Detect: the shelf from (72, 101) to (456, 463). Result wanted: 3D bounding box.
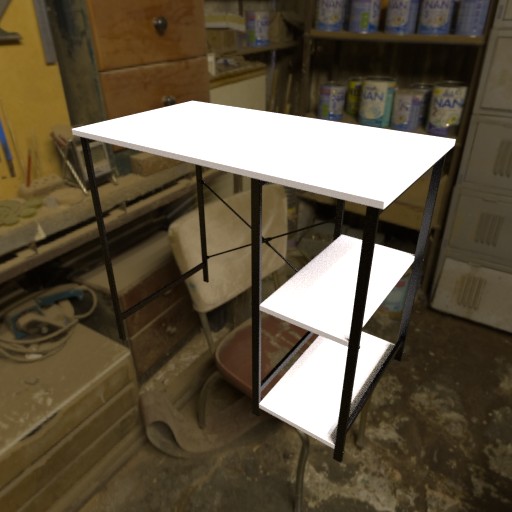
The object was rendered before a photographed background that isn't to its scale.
[{"bbox_3d":[0.000,0.000,1.369,0.902,0.750,0.498,19,35,30],"label":"shelf"}]
